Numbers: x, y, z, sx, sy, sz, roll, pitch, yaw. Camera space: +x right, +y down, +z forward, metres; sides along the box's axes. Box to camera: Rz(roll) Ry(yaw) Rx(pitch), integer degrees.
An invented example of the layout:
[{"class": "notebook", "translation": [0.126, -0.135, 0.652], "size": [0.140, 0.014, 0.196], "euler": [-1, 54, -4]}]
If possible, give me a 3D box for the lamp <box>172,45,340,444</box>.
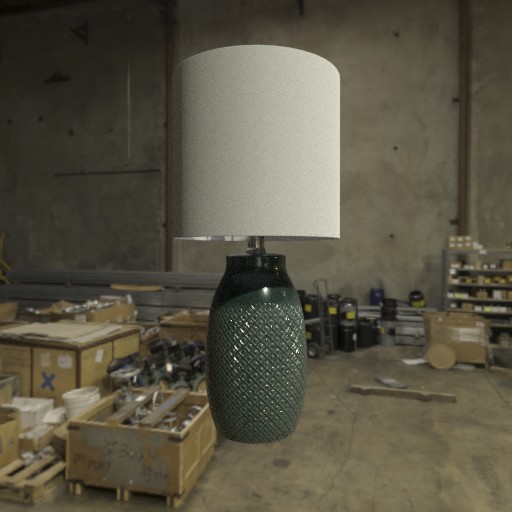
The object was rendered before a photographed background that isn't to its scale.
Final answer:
[{"class": "lamp", "translation": [0.000, 0.000, 0.583], "size": [0.217, 0.453, 0.217], "euler": [0, 0, 17]}]
